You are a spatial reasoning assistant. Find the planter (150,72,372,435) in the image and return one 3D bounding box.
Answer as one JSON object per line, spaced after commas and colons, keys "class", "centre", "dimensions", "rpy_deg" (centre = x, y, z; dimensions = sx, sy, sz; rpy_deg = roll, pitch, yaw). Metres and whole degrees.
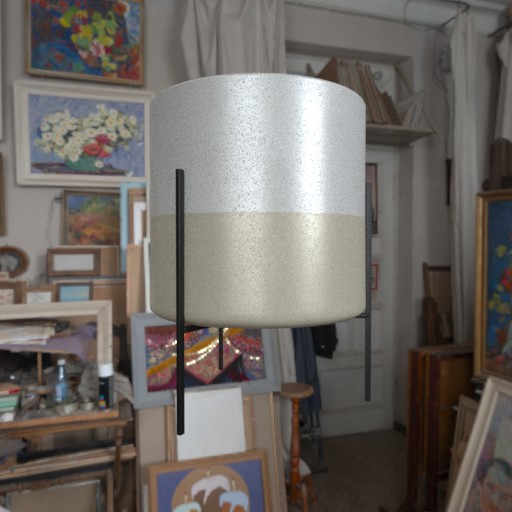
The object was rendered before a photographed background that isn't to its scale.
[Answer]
{"class": "planter", "centre": [0.000, 0.000, 0.751], "dimensions": [0.359, 0.484, 0.368], "rpy_deg": [1, 2, 35]}
